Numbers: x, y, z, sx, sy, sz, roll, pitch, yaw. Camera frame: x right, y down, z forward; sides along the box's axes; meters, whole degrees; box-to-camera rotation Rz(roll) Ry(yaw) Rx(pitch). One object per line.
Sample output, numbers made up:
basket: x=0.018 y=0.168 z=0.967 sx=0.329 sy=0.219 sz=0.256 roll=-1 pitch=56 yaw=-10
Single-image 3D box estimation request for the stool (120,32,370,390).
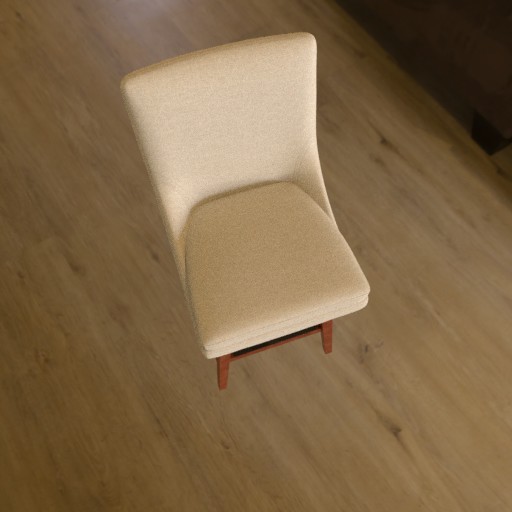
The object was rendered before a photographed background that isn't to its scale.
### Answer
stool: x=0.000 y=0.000 z=1.356 sx=0.470 sy=1.092 sz=0.559 roll=-17 pitch=66 yaw=-8
